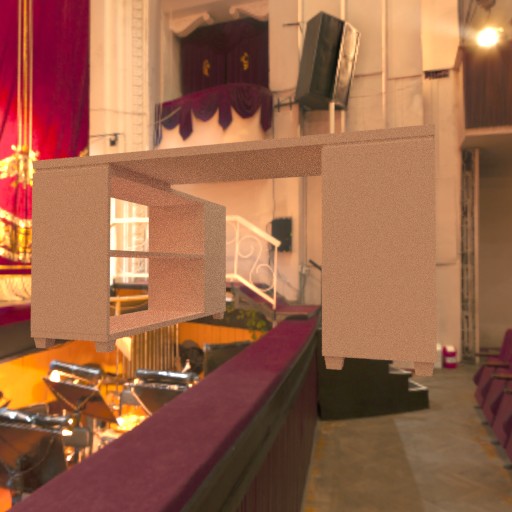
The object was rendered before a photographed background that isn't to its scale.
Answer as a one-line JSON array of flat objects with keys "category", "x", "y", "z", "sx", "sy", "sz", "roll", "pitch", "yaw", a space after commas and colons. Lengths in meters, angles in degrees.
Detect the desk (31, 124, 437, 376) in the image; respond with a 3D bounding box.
[{"category": "desk", "x": 0.000, "y": 0.000, "z": 2.131, "sx": 1.524, "sy": 0.759, "sz": 1.199, "roll": 0, "pitch": -1, "yaw": 18}]
